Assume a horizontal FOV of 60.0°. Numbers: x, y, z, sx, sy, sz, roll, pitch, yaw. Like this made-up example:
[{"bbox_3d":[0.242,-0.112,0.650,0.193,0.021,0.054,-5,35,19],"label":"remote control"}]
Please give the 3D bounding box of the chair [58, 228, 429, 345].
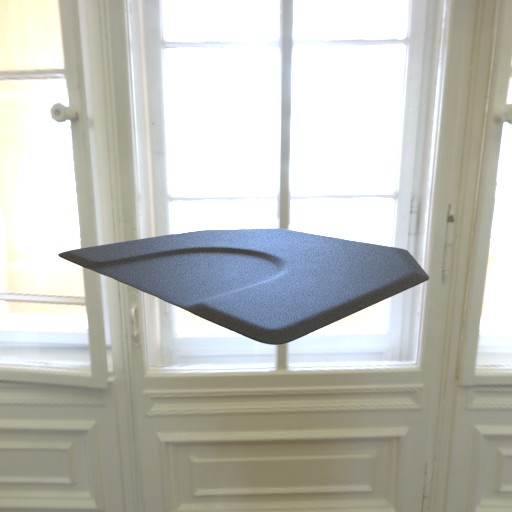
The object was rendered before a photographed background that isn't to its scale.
[{"bbox_3d":[0.000,0.000,1.945,1.219,0.024,1.372,-13,19,-43],"label":"chair"}]
